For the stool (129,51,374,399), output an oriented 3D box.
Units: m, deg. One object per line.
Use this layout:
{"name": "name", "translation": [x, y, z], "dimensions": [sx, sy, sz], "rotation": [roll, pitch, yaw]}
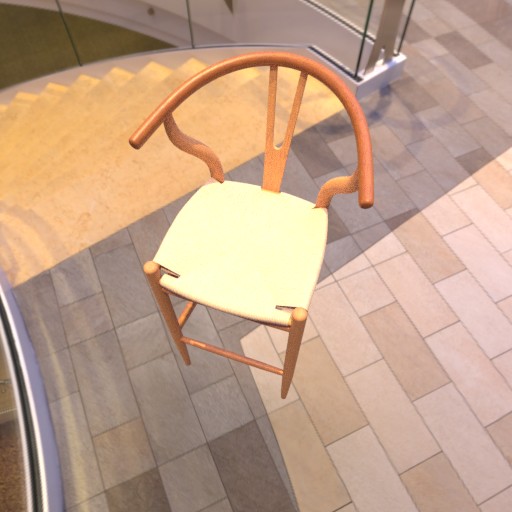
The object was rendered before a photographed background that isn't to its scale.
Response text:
{"name": "stool", "translation": [0.000, 0.000, 1.410], "dimensions": [0.574, 1.068, 0.561], "rotation": [16, 59, 10]}
